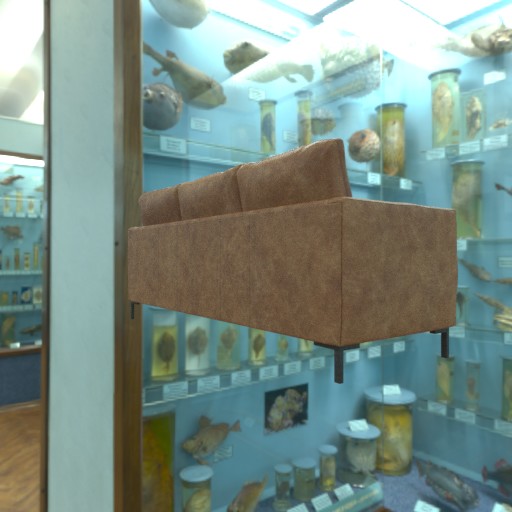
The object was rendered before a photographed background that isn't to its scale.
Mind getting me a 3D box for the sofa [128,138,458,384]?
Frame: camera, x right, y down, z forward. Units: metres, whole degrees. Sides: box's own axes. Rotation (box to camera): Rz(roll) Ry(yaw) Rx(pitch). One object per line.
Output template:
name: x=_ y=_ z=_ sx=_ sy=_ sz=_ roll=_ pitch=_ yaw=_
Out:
sofa: x=0.000 y=0.000 z=2.473 sx=0.748 sy=0.863 sz=2.029 roll=0 pitch=0 yaw=-36
